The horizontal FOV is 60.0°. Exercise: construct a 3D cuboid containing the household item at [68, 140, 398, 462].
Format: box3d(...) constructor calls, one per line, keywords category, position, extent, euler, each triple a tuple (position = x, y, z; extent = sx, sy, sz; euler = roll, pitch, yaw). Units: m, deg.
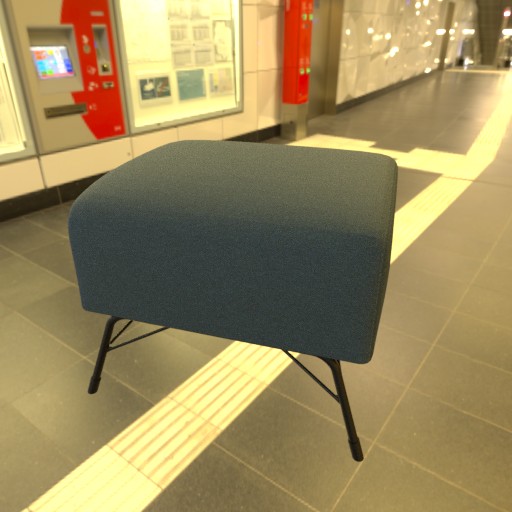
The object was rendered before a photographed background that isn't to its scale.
box3d(category="household item", position=(0.000, 0.000, 0.922), extent=(0.530, 0.420, 0.530), euler=(8, 28, 15))
